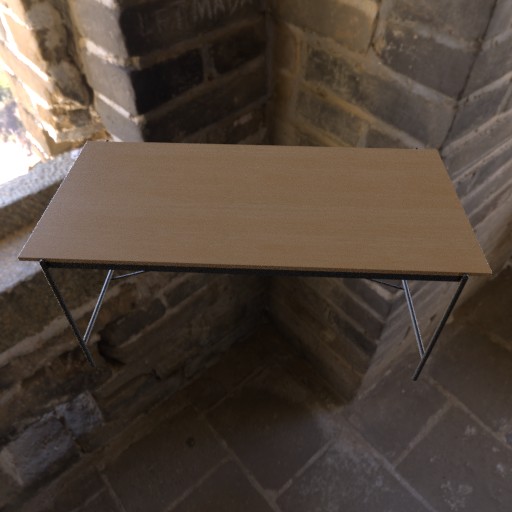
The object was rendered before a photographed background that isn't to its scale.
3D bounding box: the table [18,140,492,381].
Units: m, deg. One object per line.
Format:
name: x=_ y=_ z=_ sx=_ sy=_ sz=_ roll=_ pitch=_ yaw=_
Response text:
table: x=0.000 y=0.000 z=2.246 sx=1.800 sy=0.758 sz=0.900 roll=2 pitch=45 yaw=2
